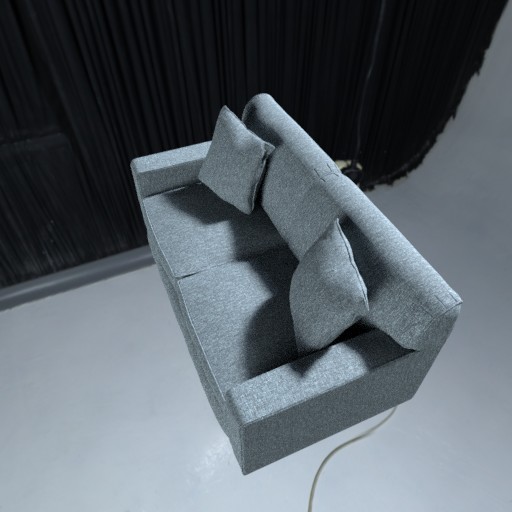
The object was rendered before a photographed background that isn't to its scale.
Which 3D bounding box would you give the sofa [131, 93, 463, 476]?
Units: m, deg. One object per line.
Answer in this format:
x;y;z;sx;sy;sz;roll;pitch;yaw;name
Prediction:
0.000;0.000;2.433;0.998;0.958;1.846;-18;49;-16;sofa
